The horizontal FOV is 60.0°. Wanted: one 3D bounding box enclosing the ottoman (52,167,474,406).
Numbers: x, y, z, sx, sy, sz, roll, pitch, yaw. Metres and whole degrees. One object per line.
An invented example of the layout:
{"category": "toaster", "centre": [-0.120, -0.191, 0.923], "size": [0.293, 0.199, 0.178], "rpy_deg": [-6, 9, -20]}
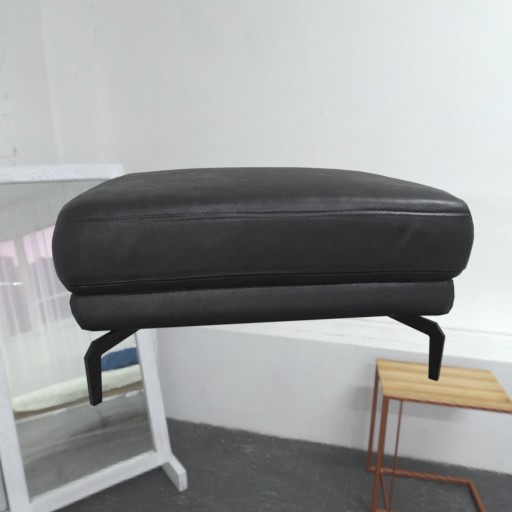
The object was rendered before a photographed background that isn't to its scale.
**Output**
{"category": "ottoman", "centre": [0.000, 0.000, 1.046], "size": [0.764, 0.402, 0.570], "rpy_deg": [-2, 15, -7]}
